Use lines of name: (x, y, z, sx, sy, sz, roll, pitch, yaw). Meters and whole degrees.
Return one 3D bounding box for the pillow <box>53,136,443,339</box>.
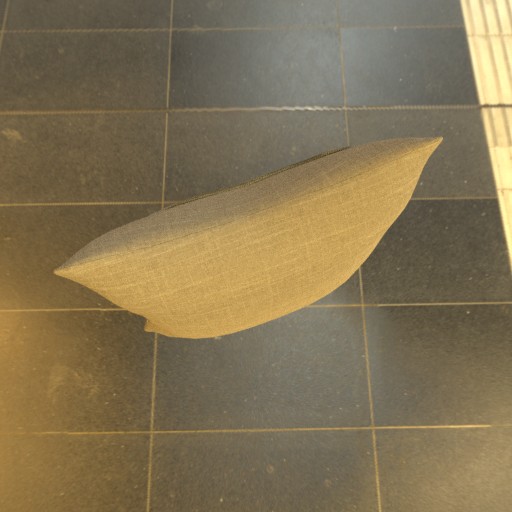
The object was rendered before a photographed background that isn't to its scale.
pillow: (0.000, 0.000, 0.624, 0.424, 0.400, 0.169, -20, 74, -6)
